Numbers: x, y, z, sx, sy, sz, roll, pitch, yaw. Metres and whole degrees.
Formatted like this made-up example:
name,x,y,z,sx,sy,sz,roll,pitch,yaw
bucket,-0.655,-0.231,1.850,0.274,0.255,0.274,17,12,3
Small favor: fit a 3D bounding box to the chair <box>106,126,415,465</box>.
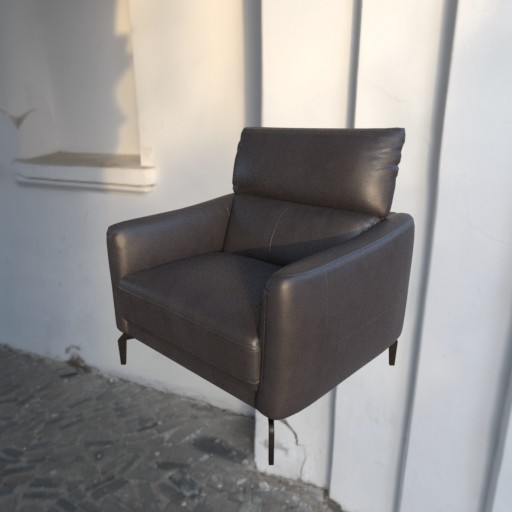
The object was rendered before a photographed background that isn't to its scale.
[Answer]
name,x,y,z,sx,sy,sz,roll,pitch,yaw
chair,0.000,0.000,1.703,0.976,0.949,0.809,15,23,41
